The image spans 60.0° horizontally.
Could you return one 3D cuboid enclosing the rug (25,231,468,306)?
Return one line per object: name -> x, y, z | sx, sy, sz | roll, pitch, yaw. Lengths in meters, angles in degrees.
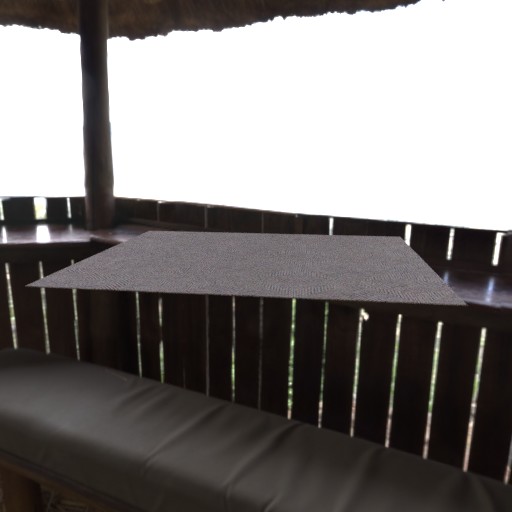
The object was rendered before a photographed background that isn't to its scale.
rug -> 0.000, 0.000, 4.187 | 3.046, 0.008, 2.442 | 2, 13, 8
